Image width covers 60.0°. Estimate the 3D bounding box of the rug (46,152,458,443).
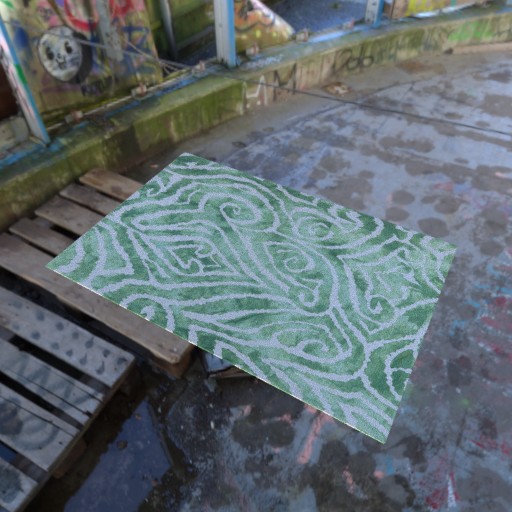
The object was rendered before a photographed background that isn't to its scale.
[{"bbox_3d":[0.000,0.000,2.357,1.826,0.006,1.220,23,50,20],"label":"rug"}]
